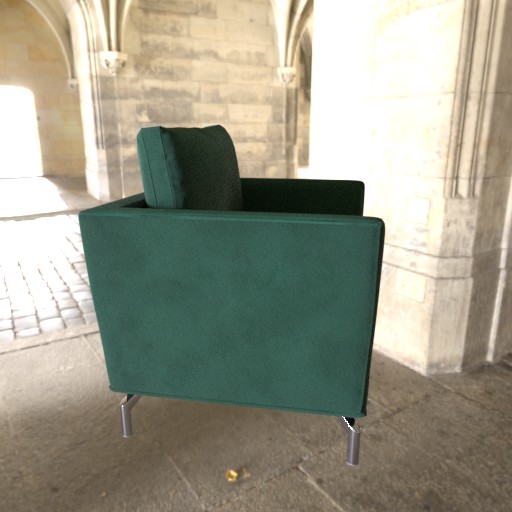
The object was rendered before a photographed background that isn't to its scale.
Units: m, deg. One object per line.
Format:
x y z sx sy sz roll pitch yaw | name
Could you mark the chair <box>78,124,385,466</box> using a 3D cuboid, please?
0.000 0.000 1.733 0.852 0.997 1.047 3 16 10 | chair
